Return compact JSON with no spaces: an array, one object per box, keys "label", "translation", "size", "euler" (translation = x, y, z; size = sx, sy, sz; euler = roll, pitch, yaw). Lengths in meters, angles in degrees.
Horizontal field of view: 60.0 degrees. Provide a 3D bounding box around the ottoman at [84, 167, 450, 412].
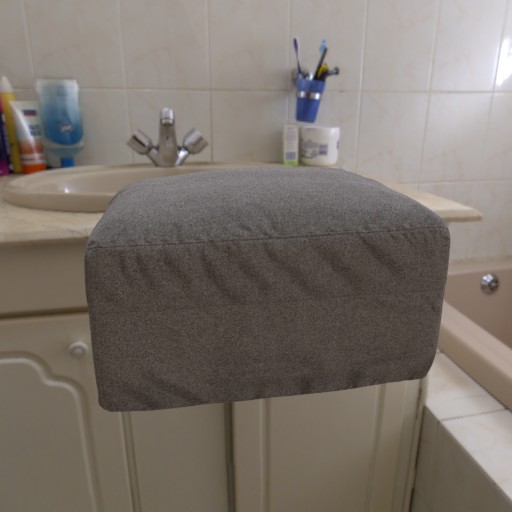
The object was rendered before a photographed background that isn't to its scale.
[{"label":"ottoman","translation":[0.000,0.000,1.268],"size":[0.837,0.481,0.683],"euler":[-3,19,-9]}]
